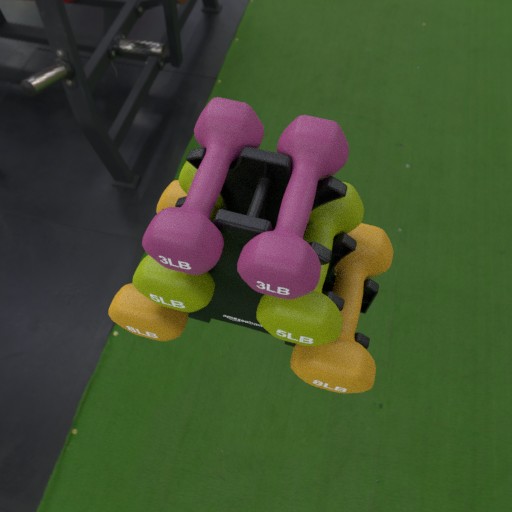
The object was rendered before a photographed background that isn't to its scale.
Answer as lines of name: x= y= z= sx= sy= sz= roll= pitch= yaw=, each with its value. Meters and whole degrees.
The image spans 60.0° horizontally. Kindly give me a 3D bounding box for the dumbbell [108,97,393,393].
dumbbell: x=0.000 y=0.000 z=0.462 sx=0.300 sy=0.271 sz=0.190 roll=14 pitch=62 yaw=8
